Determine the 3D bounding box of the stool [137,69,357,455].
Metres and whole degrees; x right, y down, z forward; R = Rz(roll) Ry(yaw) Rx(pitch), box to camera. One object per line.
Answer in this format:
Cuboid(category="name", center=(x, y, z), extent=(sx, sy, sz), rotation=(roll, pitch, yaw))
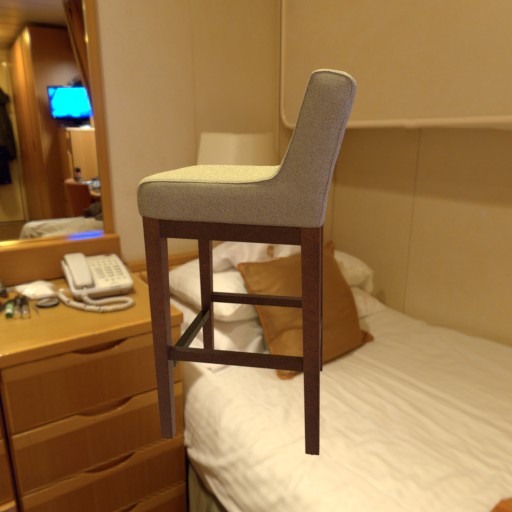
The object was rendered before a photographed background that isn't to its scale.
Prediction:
Cuboid(category="stool", center=(0.000, 0.000, 1.276), extent=(0.500, 0.937, 0.511), rotation=(2, 15, 9))
